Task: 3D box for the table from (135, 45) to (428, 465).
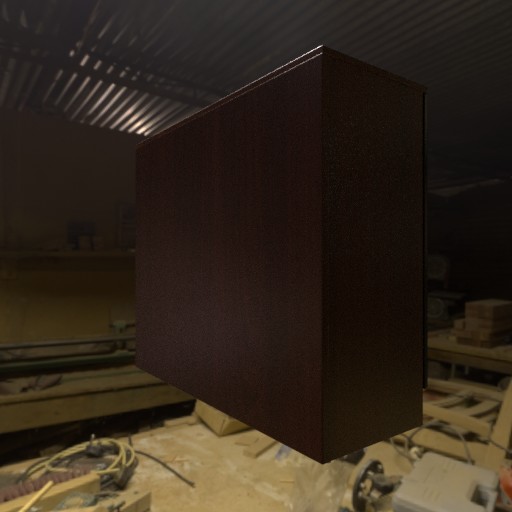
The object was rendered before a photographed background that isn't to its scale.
[{"bbox_3d":[0.000,0.000,1.317,0.380,0.790,0.930,0,0,-37],"label":"table"}]
